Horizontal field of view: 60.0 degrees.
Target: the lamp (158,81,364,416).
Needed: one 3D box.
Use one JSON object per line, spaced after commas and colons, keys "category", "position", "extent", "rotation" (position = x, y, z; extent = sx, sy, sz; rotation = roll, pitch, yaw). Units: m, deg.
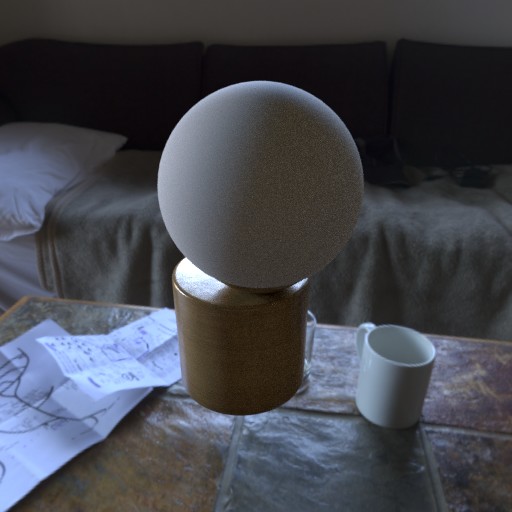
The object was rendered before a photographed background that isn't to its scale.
{"category": "lamp", "position": [0.000, 0.000, 0.340], "extent": [0.141, 0.250, 0.152], "rotation": [-18, 31, -32]}
